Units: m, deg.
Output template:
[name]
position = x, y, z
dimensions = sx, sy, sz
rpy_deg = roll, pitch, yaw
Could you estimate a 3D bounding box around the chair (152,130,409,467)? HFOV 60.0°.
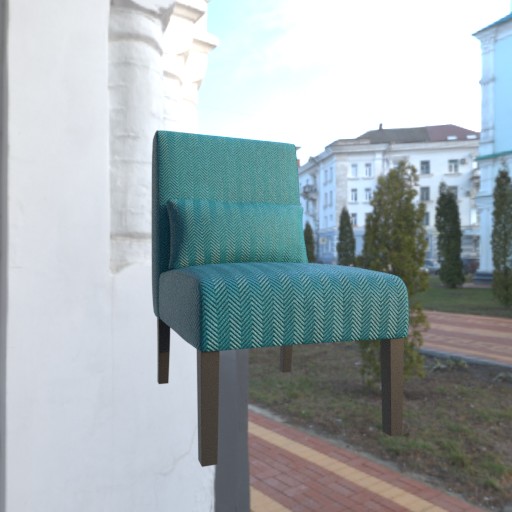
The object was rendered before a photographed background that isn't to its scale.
[chair]
position = 0.000, 0.000, 1.413
dimensions = 0.579, 0.927, 0.808
rpy_deg = 0, -1, -20
